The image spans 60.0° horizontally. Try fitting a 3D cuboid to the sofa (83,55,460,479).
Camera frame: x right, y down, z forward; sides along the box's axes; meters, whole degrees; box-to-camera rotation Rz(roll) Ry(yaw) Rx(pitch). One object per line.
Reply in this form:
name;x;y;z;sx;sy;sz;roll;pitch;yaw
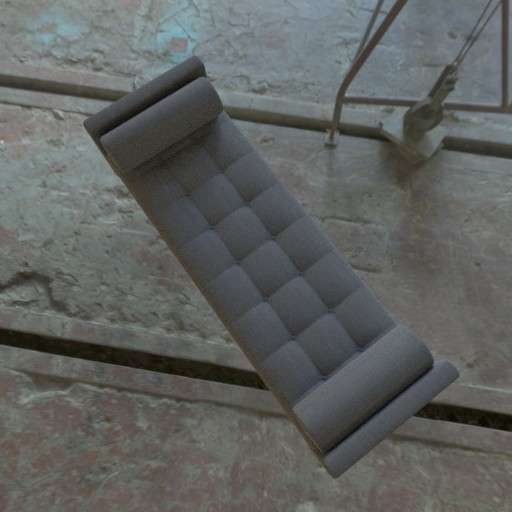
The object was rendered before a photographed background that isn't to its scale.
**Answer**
sofa;0.000;0.000;2.291;0.686;0.635;1.981;-35;77;-9
